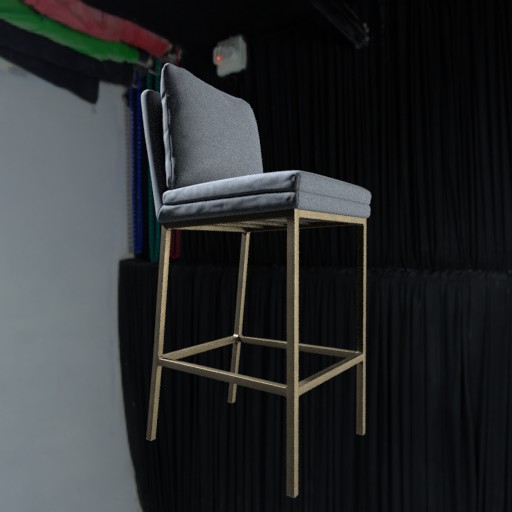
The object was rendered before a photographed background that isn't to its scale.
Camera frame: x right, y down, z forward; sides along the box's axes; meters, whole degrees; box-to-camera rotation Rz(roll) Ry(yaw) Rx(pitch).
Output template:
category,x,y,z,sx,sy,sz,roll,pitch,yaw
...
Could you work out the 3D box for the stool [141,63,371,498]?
category,x,y,z,sx,sy,sz,roll,pitch,yaw
stool,0.000,0.000,1.370,0.569,1.130,0.463,1,2,35
